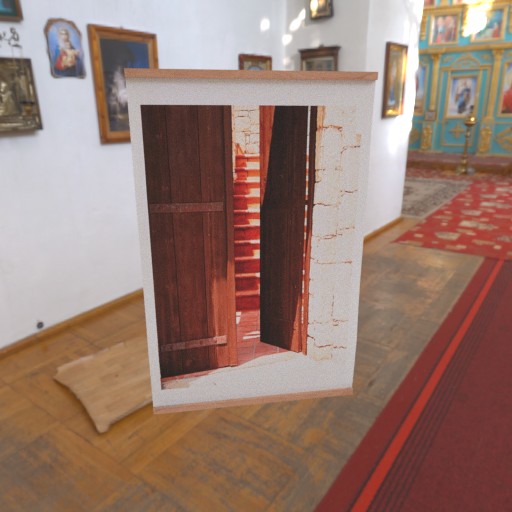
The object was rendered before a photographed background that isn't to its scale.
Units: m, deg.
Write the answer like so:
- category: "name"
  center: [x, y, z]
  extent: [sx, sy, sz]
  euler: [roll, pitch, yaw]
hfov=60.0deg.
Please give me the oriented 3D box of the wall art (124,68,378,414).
- category: "wall art"
  center: [0.000, 0.000, 0.657]
  extent: [0.332, 0.508, 0.012]
  euler: [-3, 18, -9]
